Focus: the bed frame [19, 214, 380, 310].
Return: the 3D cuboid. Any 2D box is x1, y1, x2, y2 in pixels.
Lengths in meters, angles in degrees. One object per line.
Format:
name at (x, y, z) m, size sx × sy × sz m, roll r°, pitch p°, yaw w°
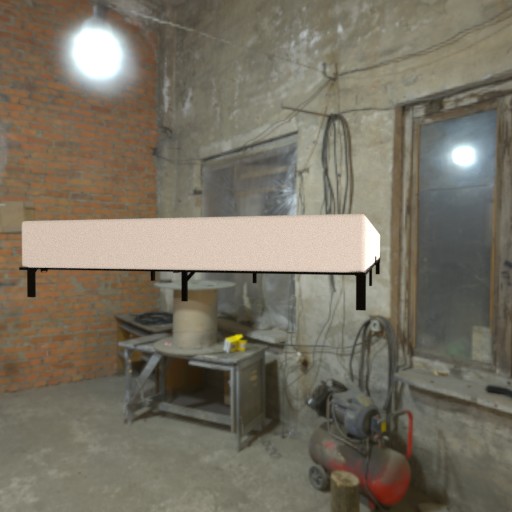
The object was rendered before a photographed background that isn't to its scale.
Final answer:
bed frame at (0.000, 0.000, 3.674) m, size 1.930 × 0.440 × 2.987 m, roll 0°, pitch 1°, yaw 17°
